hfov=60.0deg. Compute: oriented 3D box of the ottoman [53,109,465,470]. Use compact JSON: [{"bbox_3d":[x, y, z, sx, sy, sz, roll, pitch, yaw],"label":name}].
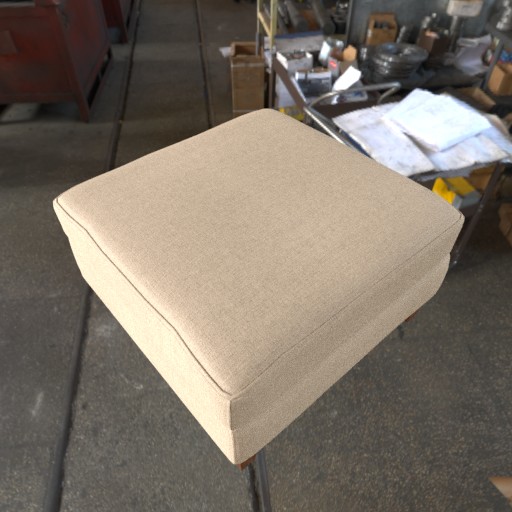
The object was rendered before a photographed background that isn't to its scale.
[{"bbox_3d":[0.000,0.000,1.347,0.838,0.503,0.838,-32,53,-27],"label":"ottoman"}]
